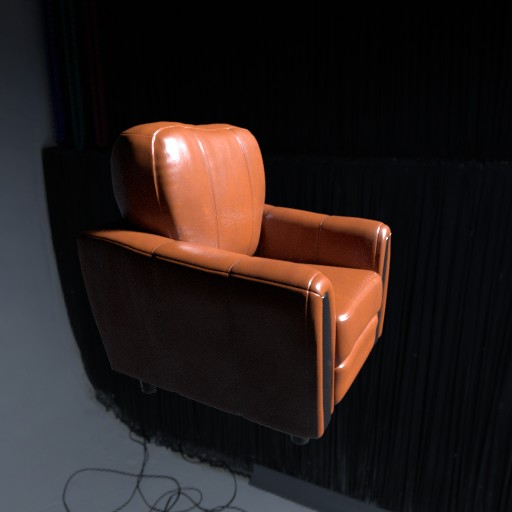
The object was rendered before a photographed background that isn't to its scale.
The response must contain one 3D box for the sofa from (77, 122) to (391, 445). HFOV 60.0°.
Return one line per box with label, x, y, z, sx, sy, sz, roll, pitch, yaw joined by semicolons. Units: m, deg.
sofa;0.000;0.000;1.515;0.789;0.876;0.836;8;17;27
